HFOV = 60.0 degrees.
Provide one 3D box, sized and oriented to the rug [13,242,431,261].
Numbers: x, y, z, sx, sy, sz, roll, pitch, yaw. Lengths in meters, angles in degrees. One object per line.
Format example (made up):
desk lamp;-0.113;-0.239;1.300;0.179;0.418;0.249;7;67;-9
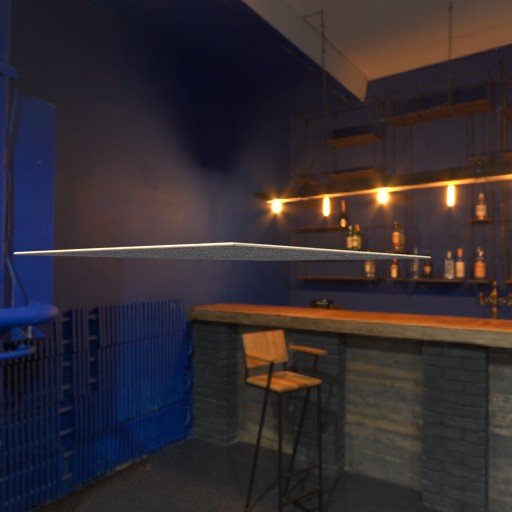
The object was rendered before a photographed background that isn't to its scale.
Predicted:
rug;0.000;0.000;2.803;1.528;0.014;2.294;-1;-2;37
